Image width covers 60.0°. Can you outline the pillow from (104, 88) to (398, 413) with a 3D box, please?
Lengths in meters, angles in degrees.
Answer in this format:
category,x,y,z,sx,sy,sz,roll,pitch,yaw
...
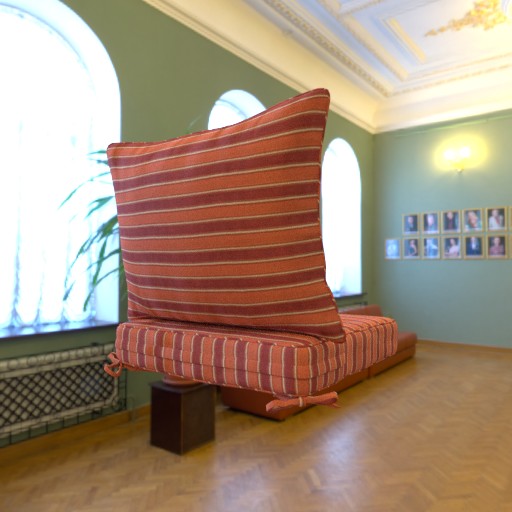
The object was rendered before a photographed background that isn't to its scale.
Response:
category,x,y,z,sx,sy,sz,roll,pitch,yaw
pillow,0.000,0.000,1.421,0.799,0.723,0.733,-1,-2,36
